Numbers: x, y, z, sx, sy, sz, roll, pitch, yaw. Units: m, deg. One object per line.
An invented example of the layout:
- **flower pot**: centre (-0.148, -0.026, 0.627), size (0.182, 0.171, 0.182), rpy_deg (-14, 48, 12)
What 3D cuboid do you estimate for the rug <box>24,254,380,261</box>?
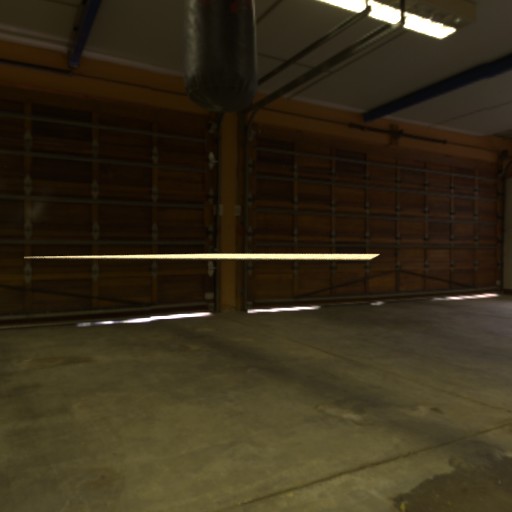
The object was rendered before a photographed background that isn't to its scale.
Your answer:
- **rug**: centre (0.000, 0.000, 2.313), size (1.219, 0.008, 1.829), rpy_deg (0, 1, 16)
